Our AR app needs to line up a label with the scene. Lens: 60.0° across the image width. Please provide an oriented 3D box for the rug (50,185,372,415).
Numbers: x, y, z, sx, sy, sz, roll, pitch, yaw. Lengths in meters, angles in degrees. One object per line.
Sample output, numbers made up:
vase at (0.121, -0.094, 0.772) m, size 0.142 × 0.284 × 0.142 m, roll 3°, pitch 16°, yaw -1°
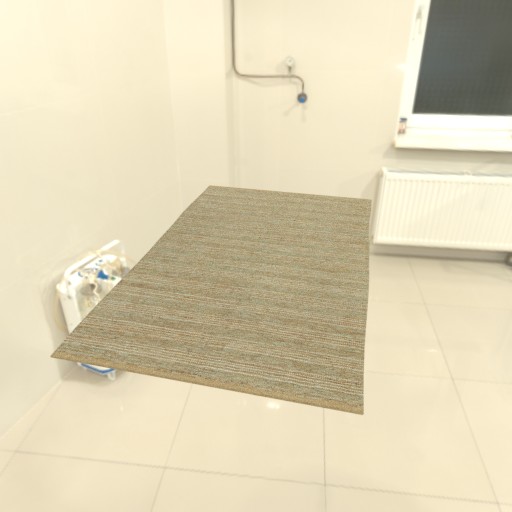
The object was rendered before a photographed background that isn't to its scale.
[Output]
rug at (0.000, 0.000, 3.079) m, size 1.540 × 0.012 × 2.448 m, roll 7°, pitch 30°, yaw 12°
